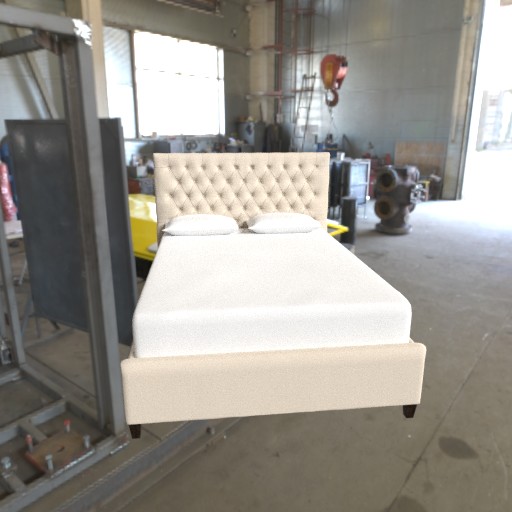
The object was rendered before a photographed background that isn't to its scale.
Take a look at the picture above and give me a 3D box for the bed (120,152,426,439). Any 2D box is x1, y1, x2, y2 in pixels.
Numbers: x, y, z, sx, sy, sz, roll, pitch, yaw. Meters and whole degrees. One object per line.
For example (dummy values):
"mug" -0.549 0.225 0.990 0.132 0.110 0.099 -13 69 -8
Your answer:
"bed" 0.000 0.000 3.369 1.696 1.426 2.233 -2 16 -6
